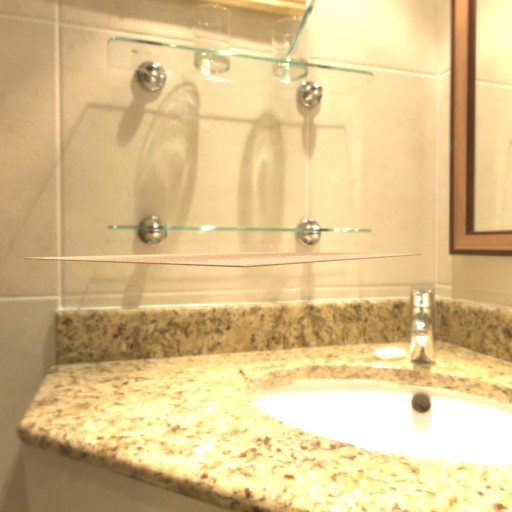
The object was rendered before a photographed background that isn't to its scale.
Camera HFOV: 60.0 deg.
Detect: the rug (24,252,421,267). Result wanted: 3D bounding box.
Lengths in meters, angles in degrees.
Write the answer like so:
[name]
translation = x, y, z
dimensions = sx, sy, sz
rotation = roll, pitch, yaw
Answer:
[rug]
translation = 0.000, 0.000, 2.368
dimensions = 1.234, 0.006, 1.850
rotation = 1, 2, 35
